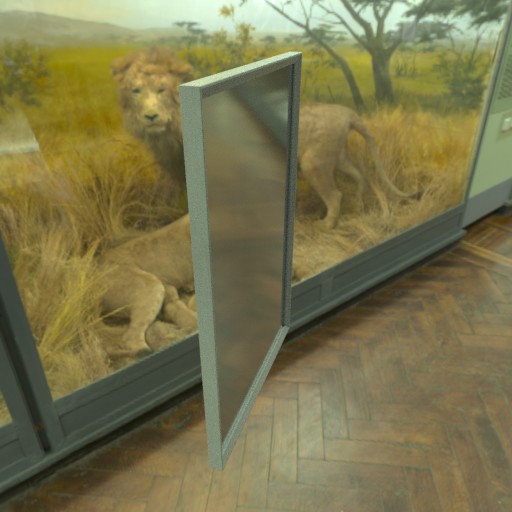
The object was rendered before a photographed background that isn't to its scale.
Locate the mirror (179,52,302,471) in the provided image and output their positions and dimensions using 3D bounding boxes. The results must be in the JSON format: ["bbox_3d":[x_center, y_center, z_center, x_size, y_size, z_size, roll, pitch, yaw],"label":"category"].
[{"bbox_3d":[0.000,0.000,1.145,0.041,0.915,0.609,10,31,17],"label":"mirror"}]
